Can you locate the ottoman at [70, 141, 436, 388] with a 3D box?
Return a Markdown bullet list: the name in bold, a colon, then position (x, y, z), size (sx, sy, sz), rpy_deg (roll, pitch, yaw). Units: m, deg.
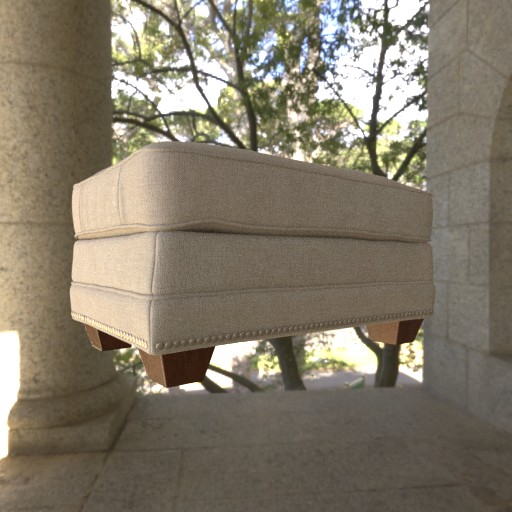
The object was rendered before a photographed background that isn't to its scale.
- **ottoman**: position (0.000, 0.000, 1.151), size (0.813, 0.458, 0.559), rpy_deg (0, 0, -36)
